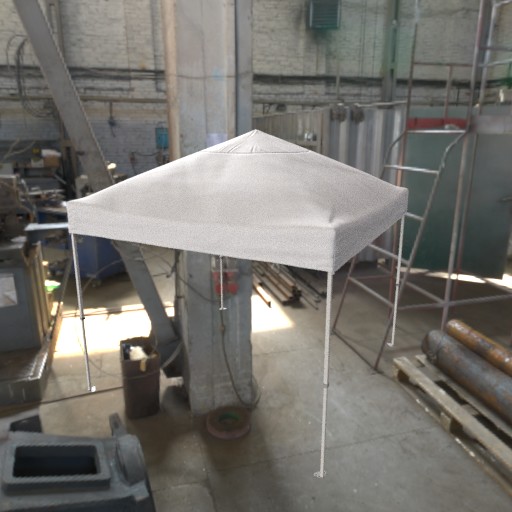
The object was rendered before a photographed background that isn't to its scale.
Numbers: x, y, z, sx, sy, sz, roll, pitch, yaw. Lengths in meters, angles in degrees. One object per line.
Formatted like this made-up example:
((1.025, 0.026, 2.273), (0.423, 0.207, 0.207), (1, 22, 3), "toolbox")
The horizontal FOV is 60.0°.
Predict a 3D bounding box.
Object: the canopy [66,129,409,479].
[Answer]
((0.000, 0.000, 5.463), (2.996, 2.997, 2.998), (8, 17, 27), "canopy")
